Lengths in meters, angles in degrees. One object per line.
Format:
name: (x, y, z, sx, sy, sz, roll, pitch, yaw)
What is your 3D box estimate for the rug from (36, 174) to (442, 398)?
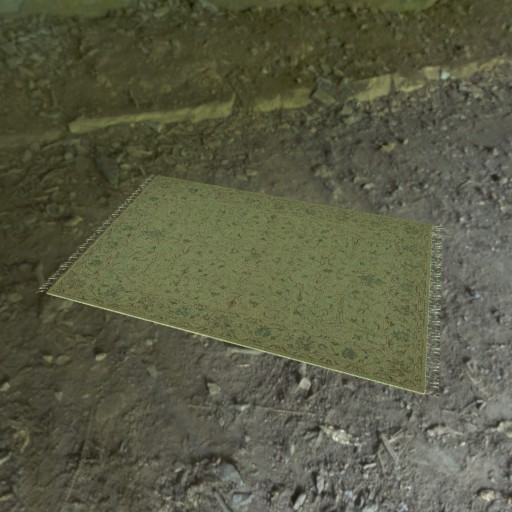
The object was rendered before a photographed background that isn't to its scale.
rug: (0.000, 0.000, 3.060, 2.435, 0.010, 1.544, 12, 42, 14)
